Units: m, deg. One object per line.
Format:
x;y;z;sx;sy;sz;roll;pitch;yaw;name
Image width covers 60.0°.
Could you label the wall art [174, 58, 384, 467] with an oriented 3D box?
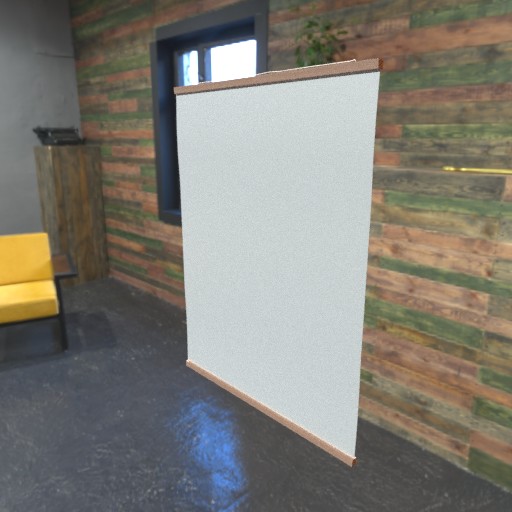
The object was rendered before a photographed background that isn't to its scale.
0.000;0.000;1.320;0.020;1.013;0.758;-14;20;-42;wall art
